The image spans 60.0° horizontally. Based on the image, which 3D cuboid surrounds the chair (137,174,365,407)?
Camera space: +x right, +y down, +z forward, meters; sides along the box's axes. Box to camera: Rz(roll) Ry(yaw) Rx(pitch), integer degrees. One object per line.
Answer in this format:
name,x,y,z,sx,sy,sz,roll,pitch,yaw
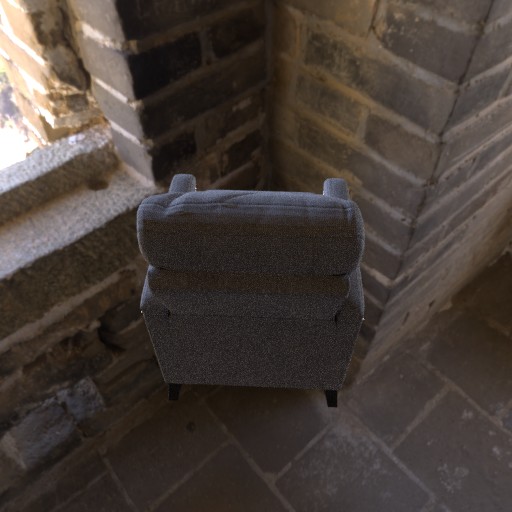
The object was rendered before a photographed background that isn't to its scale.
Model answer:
chair,0.000,0.000,1.644,0.710,1.049,0.922,2,47,2
